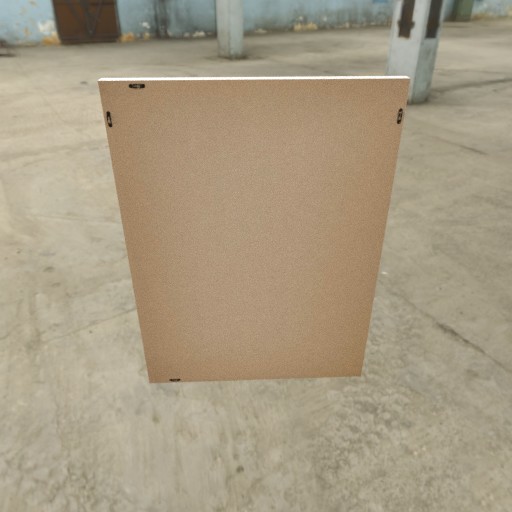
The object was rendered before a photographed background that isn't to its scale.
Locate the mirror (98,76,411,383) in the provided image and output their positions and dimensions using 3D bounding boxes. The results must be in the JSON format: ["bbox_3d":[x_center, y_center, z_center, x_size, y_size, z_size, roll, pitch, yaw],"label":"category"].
[{"bbox_3d":[0.000,0.000,1.349,0.762,1.016,0.041,-1,31,-2],"label":"mirror"}]
